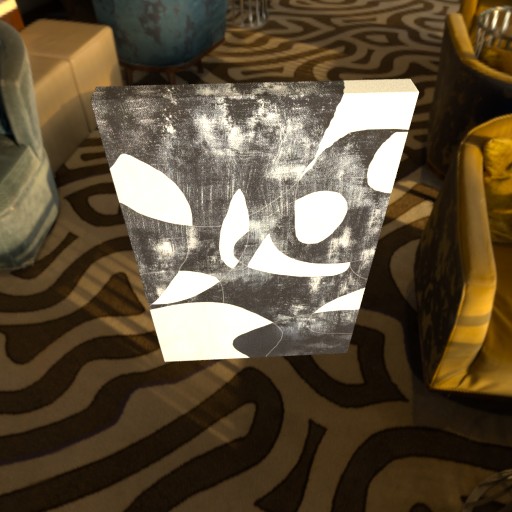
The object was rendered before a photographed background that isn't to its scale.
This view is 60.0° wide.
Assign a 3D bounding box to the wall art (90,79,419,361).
[{"bbox_3d":[0.000,0.000,0.780,0.407,0.610,0.039,-2,46,-2],"label":"wall art"}]
